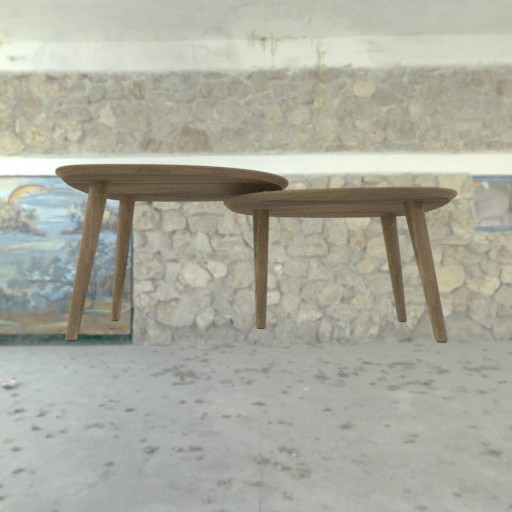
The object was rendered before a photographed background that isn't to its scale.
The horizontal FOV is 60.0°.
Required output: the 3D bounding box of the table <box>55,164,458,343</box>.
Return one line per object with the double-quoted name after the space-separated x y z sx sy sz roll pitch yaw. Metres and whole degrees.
0.000 0.000 1.299 1.084 0.429 0.527 0 -1 2 "table"
